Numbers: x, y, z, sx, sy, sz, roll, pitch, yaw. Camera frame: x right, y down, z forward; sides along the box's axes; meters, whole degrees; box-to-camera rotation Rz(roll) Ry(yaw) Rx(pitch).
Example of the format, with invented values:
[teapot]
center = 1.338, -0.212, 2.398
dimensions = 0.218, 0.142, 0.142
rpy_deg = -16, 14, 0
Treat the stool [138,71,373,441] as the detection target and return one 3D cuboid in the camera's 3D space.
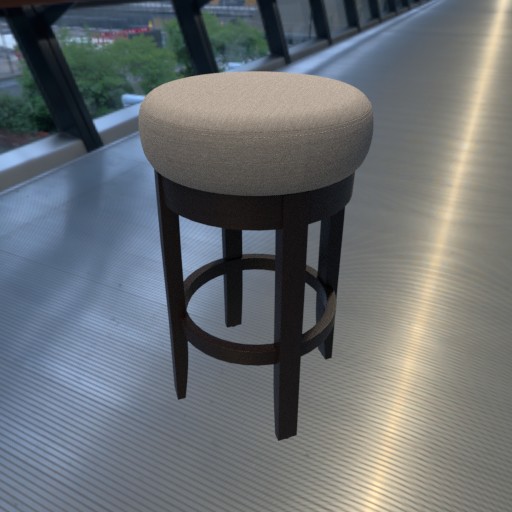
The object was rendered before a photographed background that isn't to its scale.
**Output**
[stool]
center = 0.000, 0.000, 1.019
dimensions = 0.443, 0.757, 0.443
rpy_deg = 0, 32, 0
